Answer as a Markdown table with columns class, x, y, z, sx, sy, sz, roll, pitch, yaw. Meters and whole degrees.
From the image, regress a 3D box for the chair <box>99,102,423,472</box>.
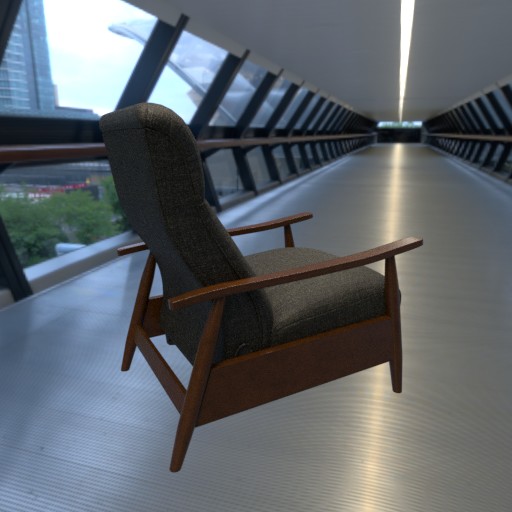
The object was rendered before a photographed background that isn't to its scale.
| class | x | y | z | sx | sy | sz | roll | pitch | yaw |
| --- | --- | --- | --- | --- | --- | --- | --- | --- | --- |
| chair | 0.000 | 0.000 | 1.751 | 1.014 | 1.082 | 0.762 | -8 | 16 | -27 |
